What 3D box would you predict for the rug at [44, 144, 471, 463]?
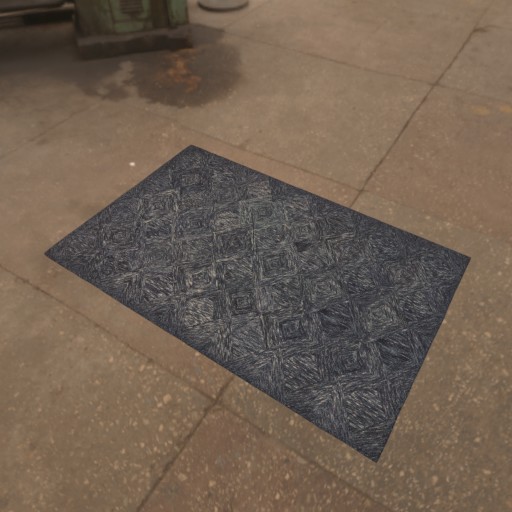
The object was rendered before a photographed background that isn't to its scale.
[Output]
[{"bbox_3d":[0.000,0.000,2.156,1.754,0.010,1.139,26,53,22],"label":"rug"}]
